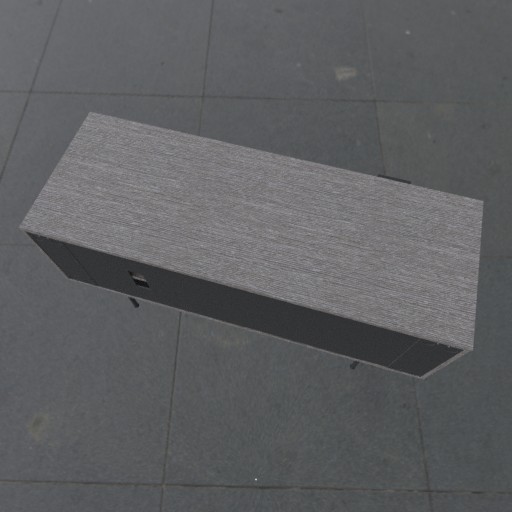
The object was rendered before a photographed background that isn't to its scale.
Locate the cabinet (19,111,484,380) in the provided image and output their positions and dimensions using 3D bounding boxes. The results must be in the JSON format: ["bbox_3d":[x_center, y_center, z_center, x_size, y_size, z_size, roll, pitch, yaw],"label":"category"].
[{"bbox_3d":[0.000,0.000,1.589,1.300,0.599,0.500,15,64,7],"label":"cabinet"}]
